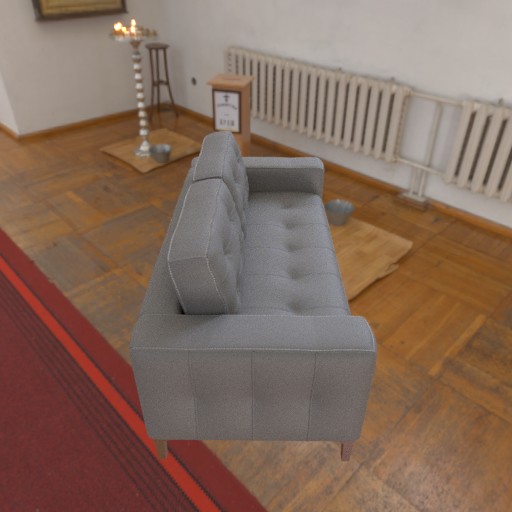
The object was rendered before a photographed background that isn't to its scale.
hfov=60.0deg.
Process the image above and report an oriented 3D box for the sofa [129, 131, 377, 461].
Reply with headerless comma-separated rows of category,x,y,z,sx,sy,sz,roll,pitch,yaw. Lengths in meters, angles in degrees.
sofa,0.000,0.000,2.231,0.833,0.892,1.726,0,34,1
